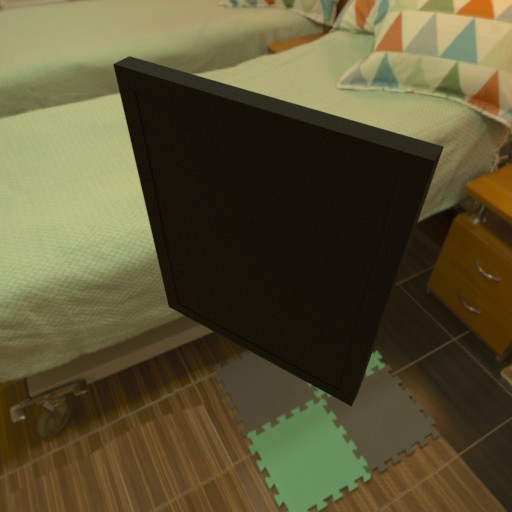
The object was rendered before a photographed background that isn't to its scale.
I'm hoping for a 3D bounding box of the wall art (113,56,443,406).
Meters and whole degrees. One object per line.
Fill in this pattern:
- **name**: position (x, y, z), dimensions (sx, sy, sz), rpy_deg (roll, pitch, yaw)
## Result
- **wall art**: position (0.000, 0.000, 0.752), dimensions (0.457, 0.559, 0.033), rpy_deg (24, 50, 22)
